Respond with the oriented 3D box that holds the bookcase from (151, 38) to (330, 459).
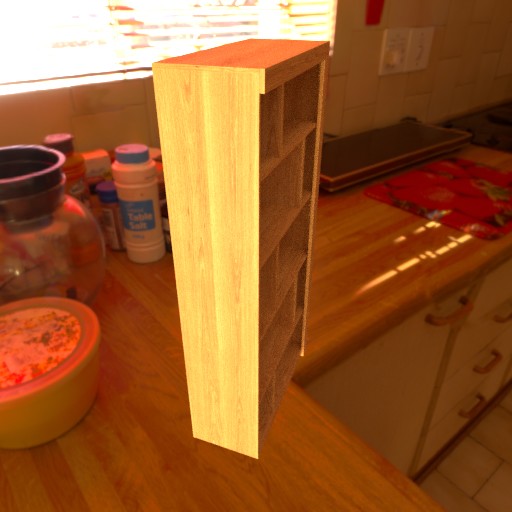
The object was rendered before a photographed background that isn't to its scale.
[{"bbox_3d":[0.000,0.000,2.380,0.420,2.020,0.950,11,33,18],"label":"bookcase"}]
